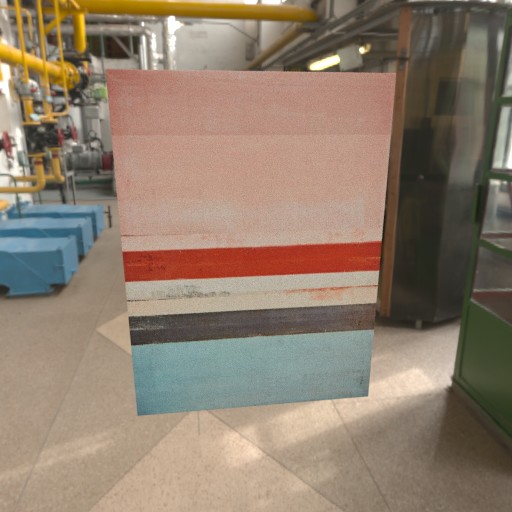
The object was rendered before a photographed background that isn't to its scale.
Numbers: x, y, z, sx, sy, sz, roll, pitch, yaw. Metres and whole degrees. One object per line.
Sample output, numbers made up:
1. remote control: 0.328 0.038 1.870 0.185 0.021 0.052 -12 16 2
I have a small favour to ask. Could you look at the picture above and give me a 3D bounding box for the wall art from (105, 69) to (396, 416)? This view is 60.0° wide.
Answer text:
1. wall art: 0.000 0.000 1.319 0.761 1.016 0.039 -2 17 -7
